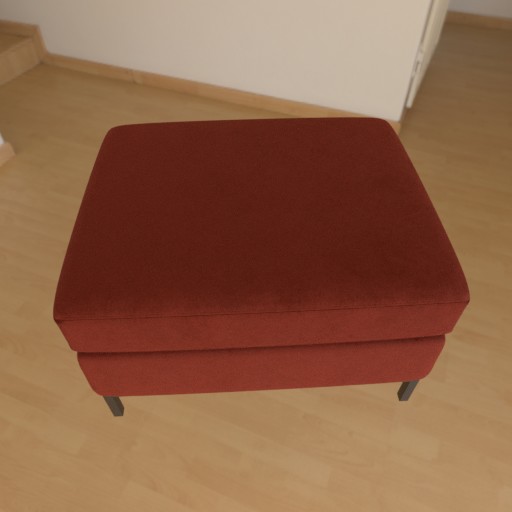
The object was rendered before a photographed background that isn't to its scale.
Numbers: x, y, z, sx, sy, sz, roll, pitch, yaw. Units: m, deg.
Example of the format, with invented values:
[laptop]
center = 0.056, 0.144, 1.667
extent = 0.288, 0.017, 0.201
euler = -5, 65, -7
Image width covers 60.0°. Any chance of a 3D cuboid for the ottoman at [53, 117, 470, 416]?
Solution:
[ottoman]
center = 0.000, 0.000, 1.142
extent = 0.782, 0.462, 0.650
euler = -2, 47, -2
